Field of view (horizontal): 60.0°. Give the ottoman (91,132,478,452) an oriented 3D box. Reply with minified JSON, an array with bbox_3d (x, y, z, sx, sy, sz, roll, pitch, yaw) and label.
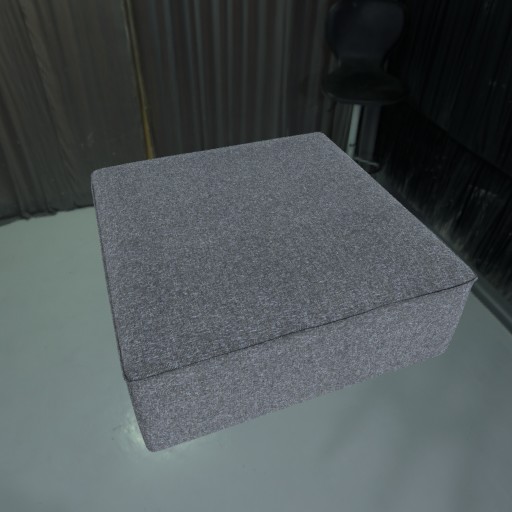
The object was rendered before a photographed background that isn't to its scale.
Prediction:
[{"bbox_3d":[0.000,0.000,1.588,1.017,0.423,1.021,-13,43,-15],"label":"ottoman"}]
